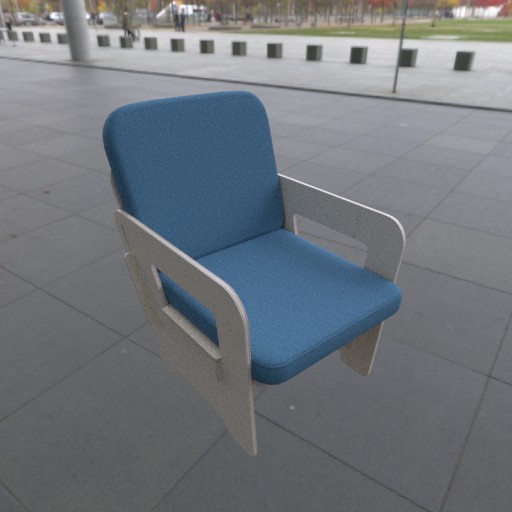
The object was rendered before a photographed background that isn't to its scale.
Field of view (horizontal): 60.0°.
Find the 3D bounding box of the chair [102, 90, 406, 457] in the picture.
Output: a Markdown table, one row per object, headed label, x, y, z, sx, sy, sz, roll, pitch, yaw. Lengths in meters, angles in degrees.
| label | x | y | z | sx | sy | sz | roll | pitch | yaw |
| --- | --- | --- | --- | --- | --- | --- | --- | --- | --- |
| chair | 0.000 | 0.000 | 1.182 | 0.547 | 0.747 | 0.657 | -21 | 35 | -34 |
